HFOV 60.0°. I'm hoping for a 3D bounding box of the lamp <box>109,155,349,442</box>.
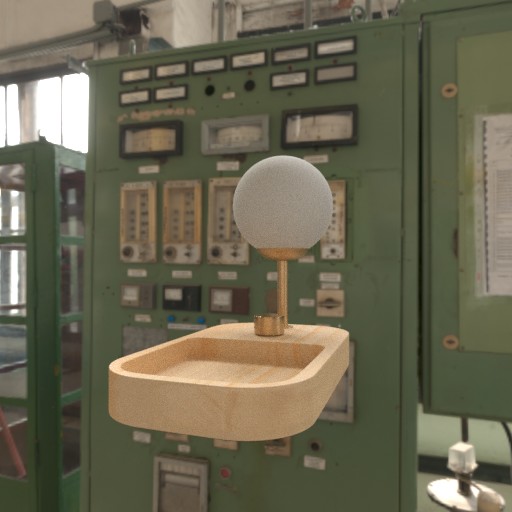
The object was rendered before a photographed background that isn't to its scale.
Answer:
[{"bbox_3d":[0.000,0.000,0.465,0.173,0.253,0.331,0,-1,19],"label":"lamp"}]
